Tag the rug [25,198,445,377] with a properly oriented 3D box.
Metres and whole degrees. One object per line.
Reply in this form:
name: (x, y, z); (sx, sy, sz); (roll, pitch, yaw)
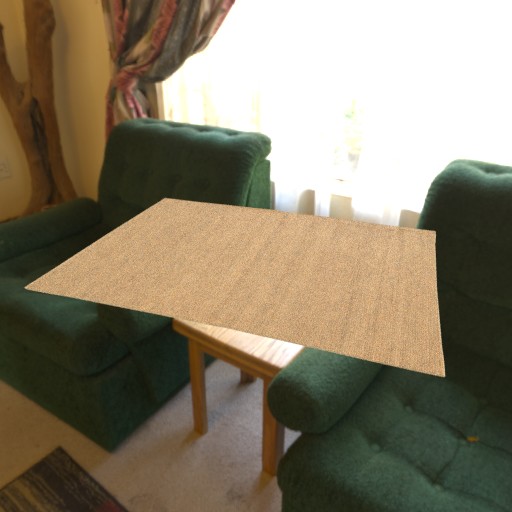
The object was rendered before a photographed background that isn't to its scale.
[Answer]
rug: (0.000, 0.000, 2.901); (2.264, 0.030, 1.624); (9, 28, 17)
